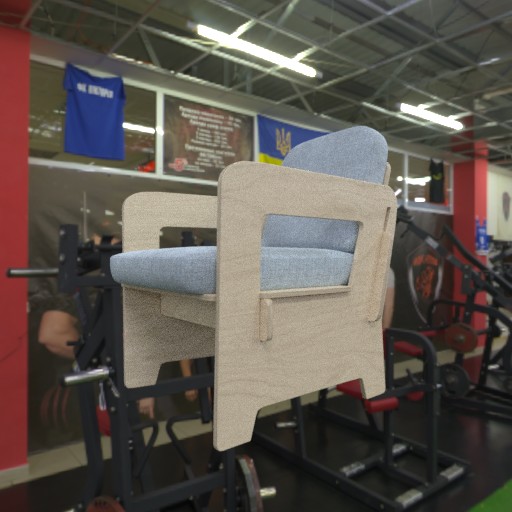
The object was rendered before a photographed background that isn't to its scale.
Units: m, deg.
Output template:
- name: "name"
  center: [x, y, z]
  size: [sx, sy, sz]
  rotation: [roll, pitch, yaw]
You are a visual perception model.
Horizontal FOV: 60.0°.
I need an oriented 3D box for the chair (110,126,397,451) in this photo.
- name: "chair"
  center: [0.000, 0.000, 1.289]
  size: [0.710, 0.800, 0.590]
  rotation: [0, 0, -36]
